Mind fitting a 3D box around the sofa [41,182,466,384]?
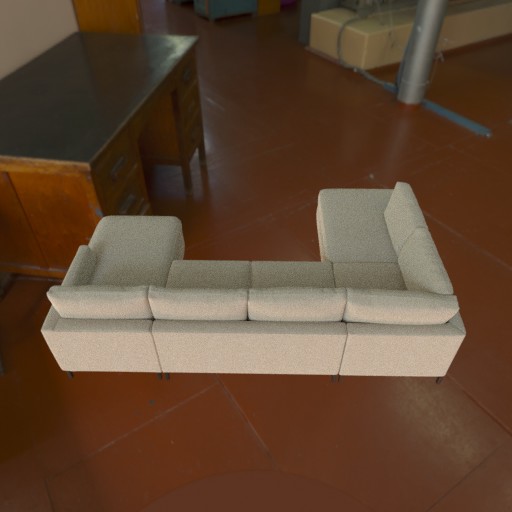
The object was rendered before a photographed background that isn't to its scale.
[{"bbox_3d":[0.000,0.000,3.865,2.984,0.862,1.989,1,43,1],"label":"sofa"}]
